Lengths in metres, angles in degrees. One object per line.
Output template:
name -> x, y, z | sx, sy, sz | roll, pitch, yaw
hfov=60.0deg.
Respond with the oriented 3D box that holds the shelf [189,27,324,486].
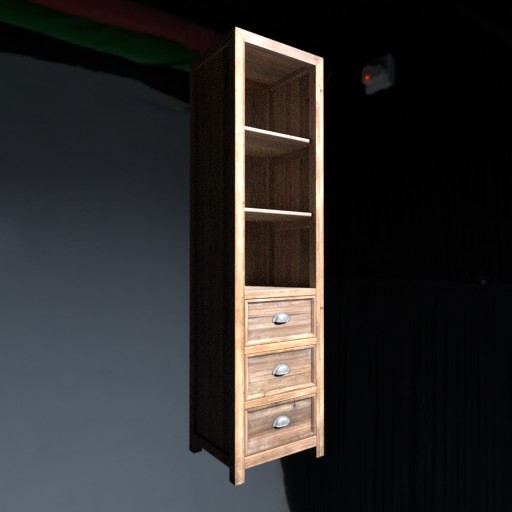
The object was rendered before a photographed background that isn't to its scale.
shelf -> 0.000, 0.000, 2.146 | 0.500, 1.900, 0.428 | 0, -1, -35
